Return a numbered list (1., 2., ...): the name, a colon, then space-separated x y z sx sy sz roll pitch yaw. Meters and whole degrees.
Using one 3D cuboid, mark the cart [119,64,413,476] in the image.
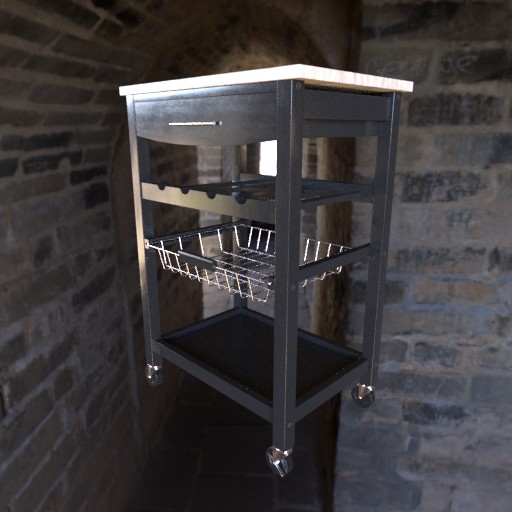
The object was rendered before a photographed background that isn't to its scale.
1. cart: 0.000 0.000 1.158 0.584 0.839 0.403 15 22 42
